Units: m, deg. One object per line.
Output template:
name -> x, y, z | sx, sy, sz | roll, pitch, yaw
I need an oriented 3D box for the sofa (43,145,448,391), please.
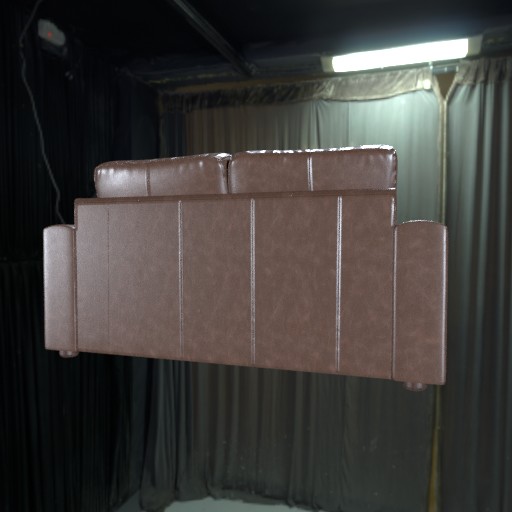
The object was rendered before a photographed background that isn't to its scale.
sofa -> 0.000, 0.000, 2.147 | 1.616, 0.873, 1.016 | 1, 2, 17
